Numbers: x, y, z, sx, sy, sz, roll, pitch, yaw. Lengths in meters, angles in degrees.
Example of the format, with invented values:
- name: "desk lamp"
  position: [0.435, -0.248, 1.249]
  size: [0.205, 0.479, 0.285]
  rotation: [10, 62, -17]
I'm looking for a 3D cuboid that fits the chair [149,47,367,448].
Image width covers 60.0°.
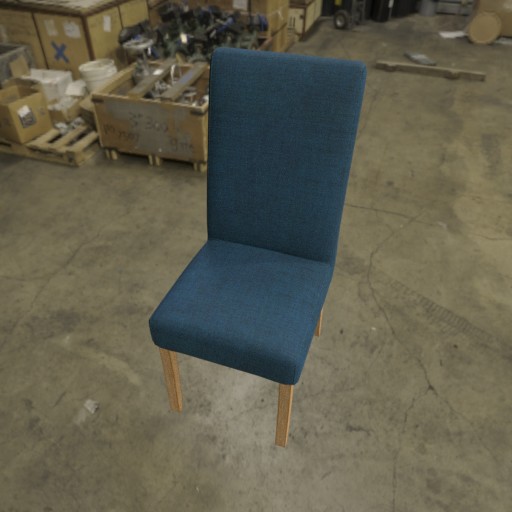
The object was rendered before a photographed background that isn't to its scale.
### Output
- name: "chair"
  position: [0.000, 0.000, 1.362]
  size: [0.450, 1.029, 0.610]
  rotation: [13, 42, 14]
